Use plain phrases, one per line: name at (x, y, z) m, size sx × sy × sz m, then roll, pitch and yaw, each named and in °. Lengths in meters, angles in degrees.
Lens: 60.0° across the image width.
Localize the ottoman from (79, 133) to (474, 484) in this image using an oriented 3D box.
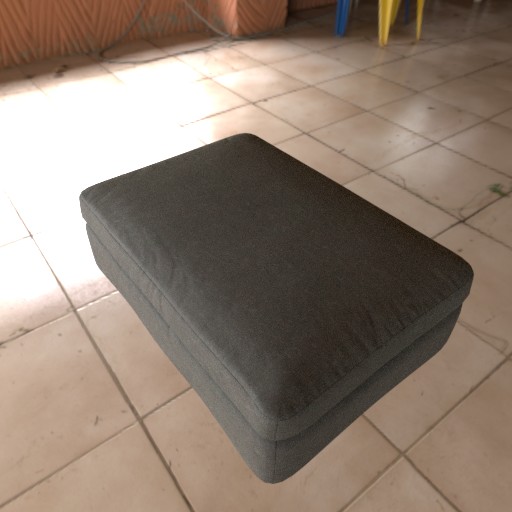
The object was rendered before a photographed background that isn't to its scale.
ottoman at (0.000, 0.000, 1.577) m, size 0.840 × 0.429 × 1.199 m, roll -27°, pitch 49°, yaw -27°
